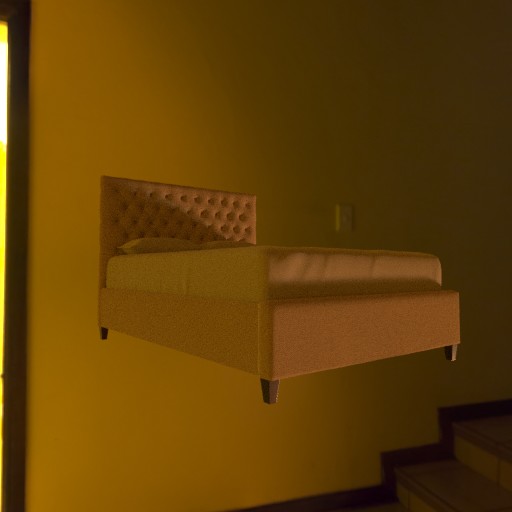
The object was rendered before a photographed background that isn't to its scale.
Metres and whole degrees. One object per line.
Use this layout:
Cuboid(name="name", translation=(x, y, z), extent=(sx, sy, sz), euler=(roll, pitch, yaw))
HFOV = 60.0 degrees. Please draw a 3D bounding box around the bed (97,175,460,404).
Cuboid(name="bed", translation=(0.000, 0.000, 3.449), extent=(1.698, 1.427, 2.387), euler=(1, -2, -37))
